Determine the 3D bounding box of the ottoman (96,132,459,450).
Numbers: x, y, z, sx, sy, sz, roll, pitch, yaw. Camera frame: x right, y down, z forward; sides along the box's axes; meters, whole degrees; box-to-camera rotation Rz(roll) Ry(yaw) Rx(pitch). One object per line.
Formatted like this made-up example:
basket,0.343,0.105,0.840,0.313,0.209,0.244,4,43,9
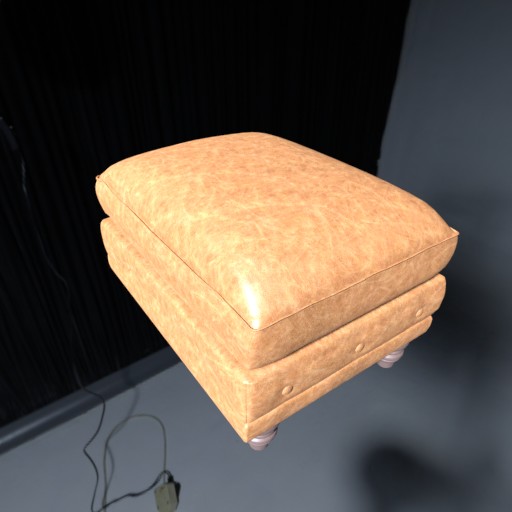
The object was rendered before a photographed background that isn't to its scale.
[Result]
ottoman,0.000,0.000,1.076,0.533,0.480,0.710,-21,38,-29
